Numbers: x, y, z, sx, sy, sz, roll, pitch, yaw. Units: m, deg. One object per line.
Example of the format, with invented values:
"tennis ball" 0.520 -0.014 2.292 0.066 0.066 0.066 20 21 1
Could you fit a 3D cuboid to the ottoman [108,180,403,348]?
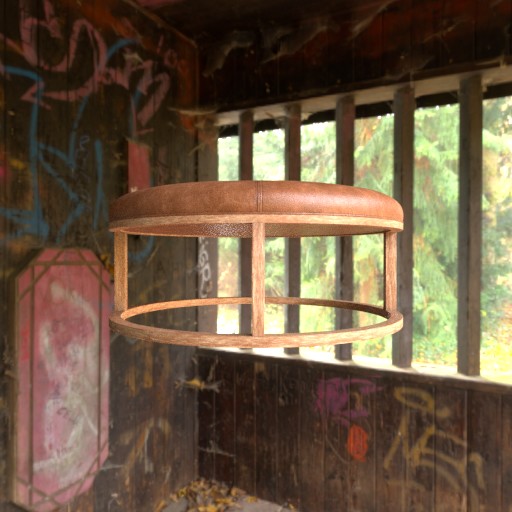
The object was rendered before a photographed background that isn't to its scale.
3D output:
"ottoman" 0.000 0.000 1.580 1.006 0.445 1.006 0 0 0
